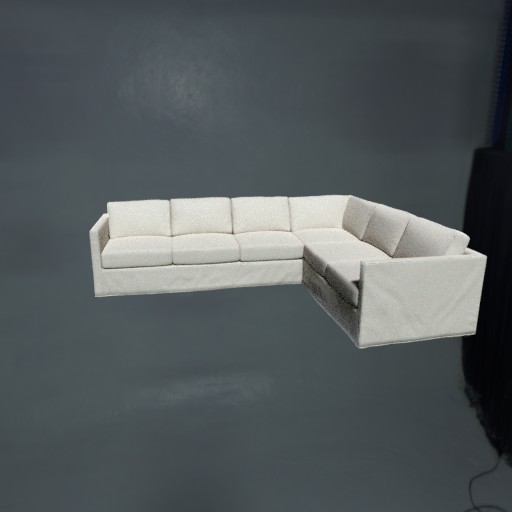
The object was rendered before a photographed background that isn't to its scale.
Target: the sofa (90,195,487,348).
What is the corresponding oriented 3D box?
[{"bbox_3d":[0.000,0.000,4.333,3.182,0.871,2.432,-3,16,-10],"label":"sofa"}]
